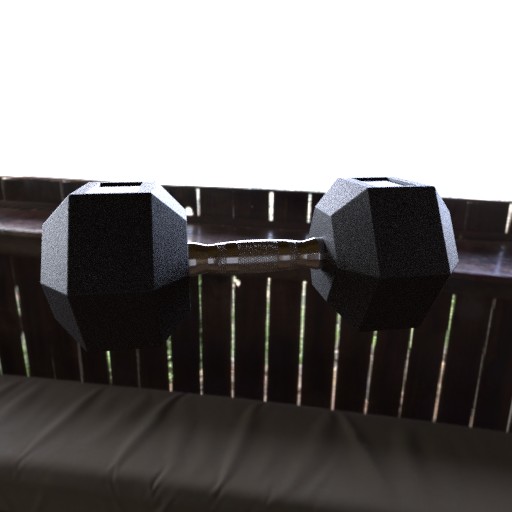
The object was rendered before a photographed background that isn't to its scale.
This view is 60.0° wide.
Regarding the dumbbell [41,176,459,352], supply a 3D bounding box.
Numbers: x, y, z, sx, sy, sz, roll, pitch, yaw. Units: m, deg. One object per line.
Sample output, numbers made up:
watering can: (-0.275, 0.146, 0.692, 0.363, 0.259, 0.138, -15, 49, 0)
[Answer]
dumbbell: (0.000, 0.000, 0.423, 0.361, 0.137, 0.157, -3, 17, -9)
